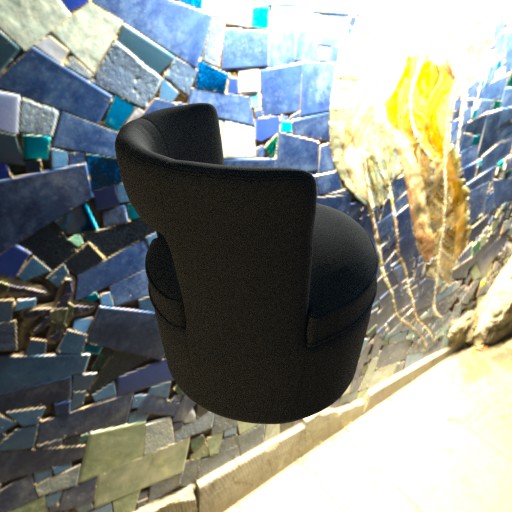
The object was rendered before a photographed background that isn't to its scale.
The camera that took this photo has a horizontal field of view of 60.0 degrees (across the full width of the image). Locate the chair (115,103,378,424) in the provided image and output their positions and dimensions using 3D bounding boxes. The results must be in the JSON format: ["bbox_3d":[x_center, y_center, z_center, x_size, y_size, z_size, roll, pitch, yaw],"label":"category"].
[{"bbox_3d":[0.000,0.000,1.239,0.660,0.719,0.689,-10,31,-18],"label":"chair"}]
